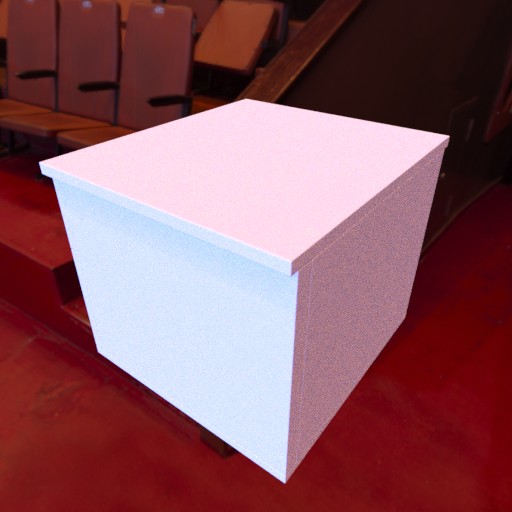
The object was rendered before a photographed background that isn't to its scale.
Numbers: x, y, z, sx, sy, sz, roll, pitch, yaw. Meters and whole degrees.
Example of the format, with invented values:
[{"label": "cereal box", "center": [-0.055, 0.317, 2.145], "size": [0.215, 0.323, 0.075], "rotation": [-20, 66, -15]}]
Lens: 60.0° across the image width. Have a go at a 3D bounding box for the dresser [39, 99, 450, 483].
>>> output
[{"label": "dresser", "center": [0.000, 0.000, 0.714], "size": [0.400, 0.360, 0.430], "rotation": [22, 39, 31]}]
